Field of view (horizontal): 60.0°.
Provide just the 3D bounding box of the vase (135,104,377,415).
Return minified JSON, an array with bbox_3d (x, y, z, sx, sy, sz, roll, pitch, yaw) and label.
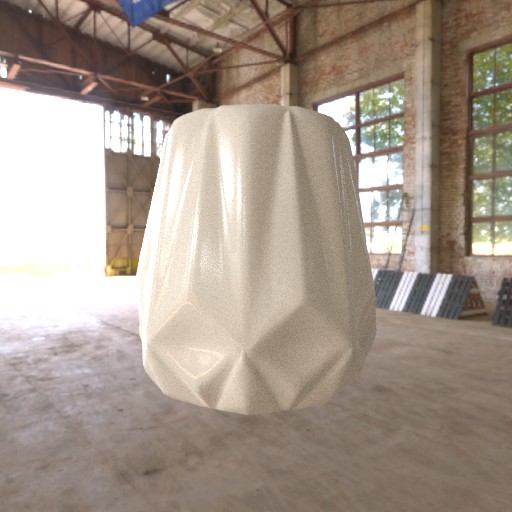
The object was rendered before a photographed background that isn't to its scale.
[{"bbox_3d":[0.000,0.000,0.266,0.141,0.152,0.141,0,2,0],"label":"vase"}]
